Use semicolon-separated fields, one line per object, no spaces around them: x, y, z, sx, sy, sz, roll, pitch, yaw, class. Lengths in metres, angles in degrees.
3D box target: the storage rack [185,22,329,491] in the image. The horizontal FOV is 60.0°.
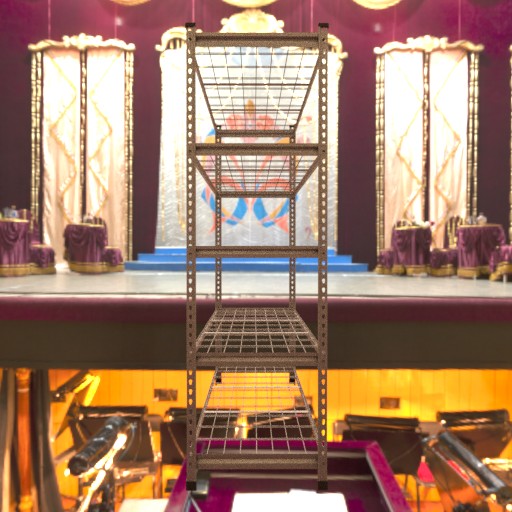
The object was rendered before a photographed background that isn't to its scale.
0.000;0.000;2.637;0.610;1.981;1.524;0;1;0;storage rack
